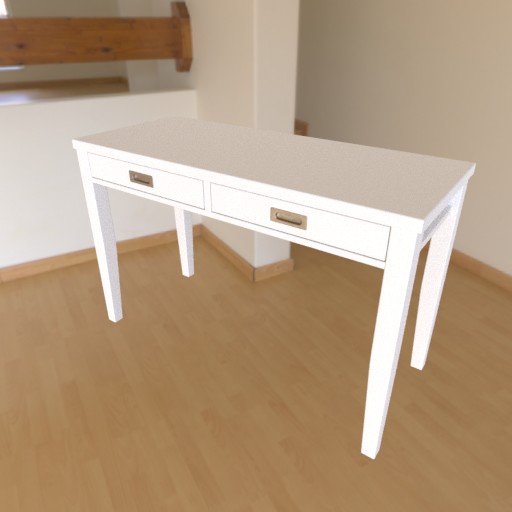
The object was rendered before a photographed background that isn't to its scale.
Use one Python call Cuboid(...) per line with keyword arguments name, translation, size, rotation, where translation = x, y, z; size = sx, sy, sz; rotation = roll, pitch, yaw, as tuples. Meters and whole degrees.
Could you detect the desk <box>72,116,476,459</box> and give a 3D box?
Cuboid(name="desk", translation=(0.000, 0.000, 1.606), size=(1.220, 0.775, 0.508), rotation=(18, 33, 30))
